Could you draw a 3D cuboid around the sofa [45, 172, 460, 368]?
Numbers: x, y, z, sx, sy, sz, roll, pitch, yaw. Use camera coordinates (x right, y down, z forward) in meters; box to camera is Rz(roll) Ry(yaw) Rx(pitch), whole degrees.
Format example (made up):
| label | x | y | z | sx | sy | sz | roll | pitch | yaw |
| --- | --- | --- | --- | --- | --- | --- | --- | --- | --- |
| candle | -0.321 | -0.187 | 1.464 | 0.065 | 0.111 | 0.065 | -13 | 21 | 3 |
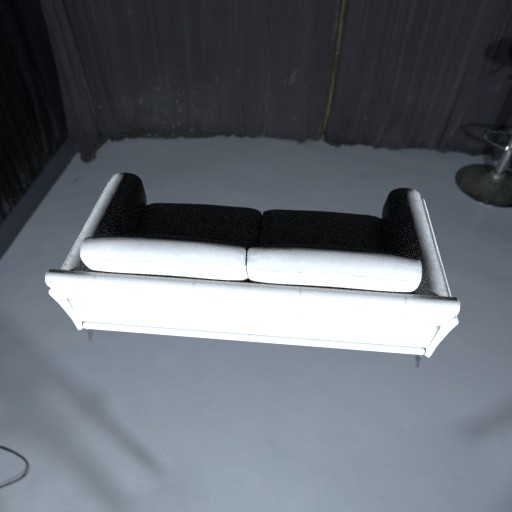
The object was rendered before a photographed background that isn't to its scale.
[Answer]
| label | x | y | z | sx | sy | sz | roll | pitch | yaw |
| --- | --- | --- | --- | --- | --- | --- | --- | --- | --- |
| sofa | 0.000 | 0.000 | 2.662 | 2.101 | 0.930 | 1.049 | 4 | 46 | 4 |
